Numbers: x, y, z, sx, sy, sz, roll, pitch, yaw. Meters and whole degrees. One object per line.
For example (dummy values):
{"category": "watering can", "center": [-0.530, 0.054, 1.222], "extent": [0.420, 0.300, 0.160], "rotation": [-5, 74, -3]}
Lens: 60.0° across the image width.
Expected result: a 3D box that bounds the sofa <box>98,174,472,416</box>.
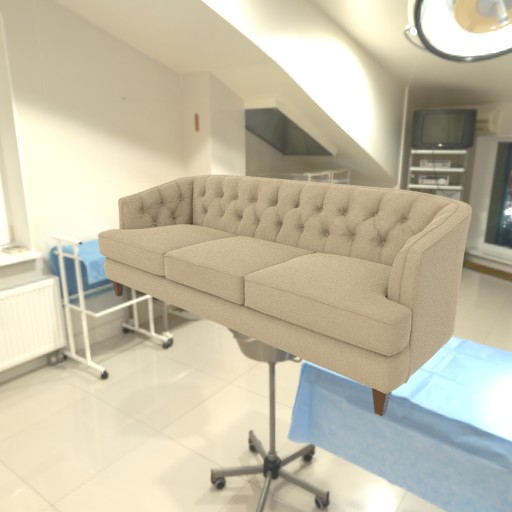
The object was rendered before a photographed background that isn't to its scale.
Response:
{"category": "sofa", "center": [0.000, 0.000, 2.718], "extent": [2.278, 0.855, 0.941], "rotation": [14, 20, 41]}
